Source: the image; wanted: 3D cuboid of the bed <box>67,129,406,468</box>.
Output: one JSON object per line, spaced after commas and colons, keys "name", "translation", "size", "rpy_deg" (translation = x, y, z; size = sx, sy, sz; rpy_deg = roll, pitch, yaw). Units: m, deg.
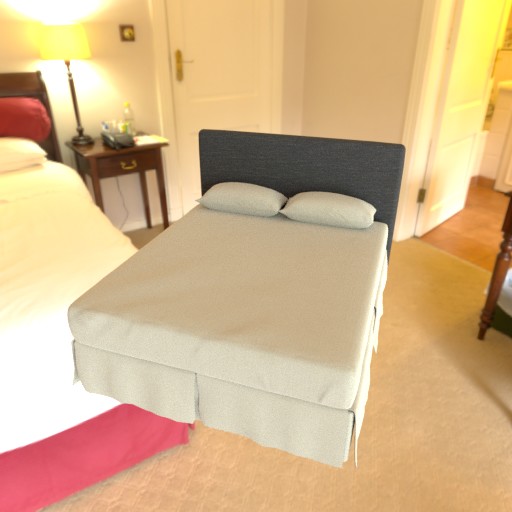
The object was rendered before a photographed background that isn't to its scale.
{"name": "bed", "translation": [0.000, 0.000, 3.249], "size": [1.884, 1.330, 2.142], "rpy_deg": [9, 29, 17]}
